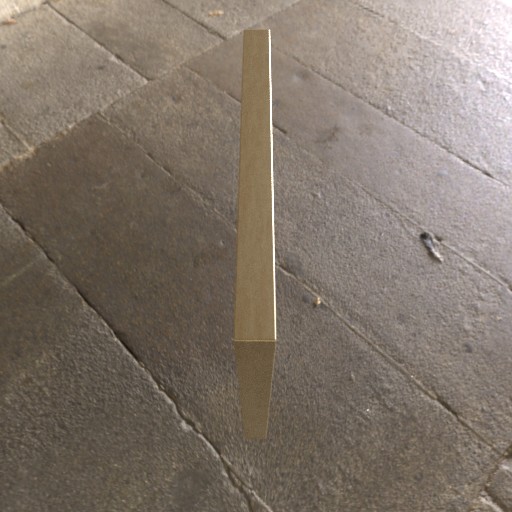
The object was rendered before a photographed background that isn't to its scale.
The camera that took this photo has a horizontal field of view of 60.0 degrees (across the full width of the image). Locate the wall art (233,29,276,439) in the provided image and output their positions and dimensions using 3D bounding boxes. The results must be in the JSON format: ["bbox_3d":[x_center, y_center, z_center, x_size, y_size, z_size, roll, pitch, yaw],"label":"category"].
[{"bbox_3d":[0.000,0.000,0.760,0.040,0.506,0.503,0,58,0],"label":"wall art"}]
